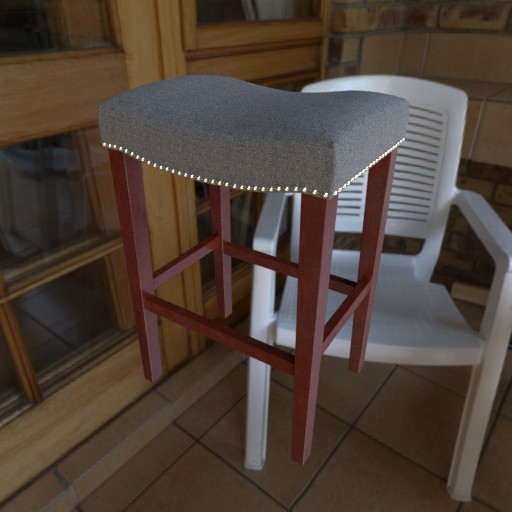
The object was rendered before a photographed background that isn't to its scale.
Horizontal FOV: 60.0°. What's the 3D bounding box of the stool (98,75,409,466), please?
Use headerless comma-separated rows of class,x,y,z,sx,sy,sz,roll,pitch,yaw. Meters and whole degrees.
stool,0.000,0.000,1.029,0.504,0.742,0.372,18,35,28
